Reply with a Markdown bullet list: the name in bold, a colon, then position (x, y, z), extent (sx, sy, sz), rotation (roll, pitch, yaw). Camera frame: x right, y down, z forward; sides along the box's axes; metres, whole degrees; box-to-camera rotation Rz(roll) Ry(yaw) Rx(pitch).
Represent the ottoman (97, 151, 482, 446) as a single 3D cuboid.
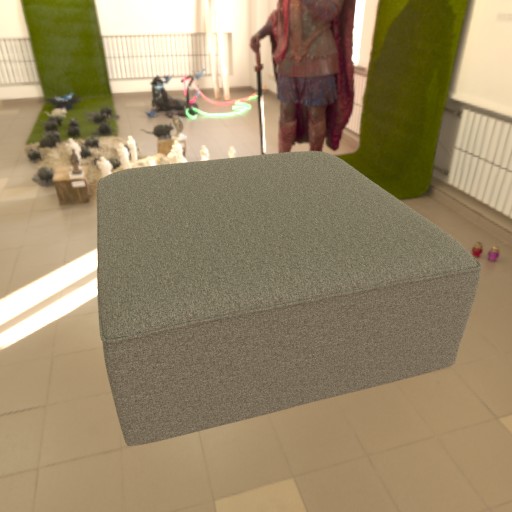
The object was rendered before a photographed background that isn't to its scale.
- **ottoman**: position (0.000, 0.000, 1.560), extent (1.015, 0.464, 1.005), rotation (-9, 32, -15)
